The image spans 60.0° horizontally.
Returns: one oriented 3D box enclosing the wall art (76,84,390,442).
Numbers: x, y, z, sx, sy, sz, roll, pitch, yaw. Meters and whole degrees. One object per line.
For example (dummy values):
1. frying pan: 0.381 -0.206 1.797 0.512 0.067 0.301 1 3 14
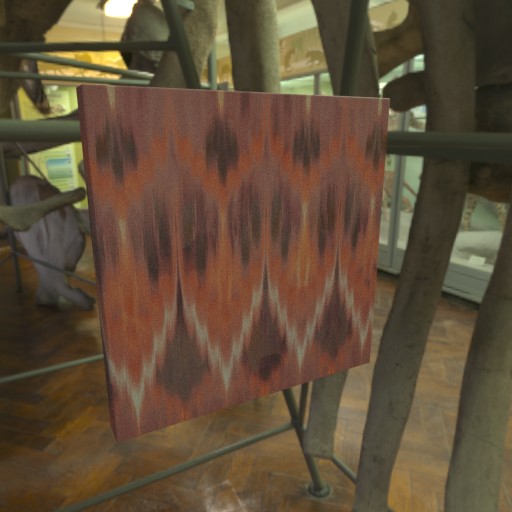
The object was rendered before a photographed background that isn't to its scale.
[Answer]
1. wall art: 0.000 0.000 0.589 0.403 0.406 0.038 -8 18 -28
